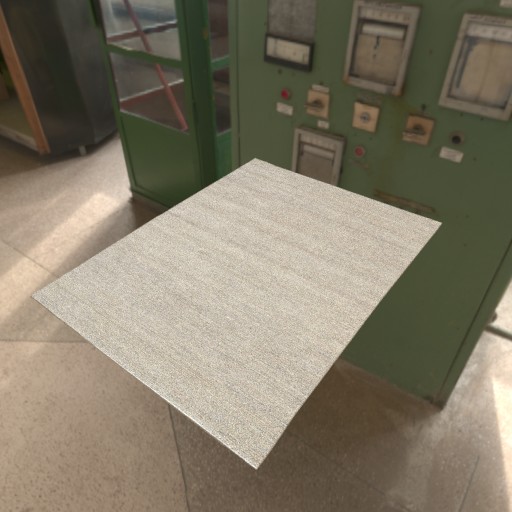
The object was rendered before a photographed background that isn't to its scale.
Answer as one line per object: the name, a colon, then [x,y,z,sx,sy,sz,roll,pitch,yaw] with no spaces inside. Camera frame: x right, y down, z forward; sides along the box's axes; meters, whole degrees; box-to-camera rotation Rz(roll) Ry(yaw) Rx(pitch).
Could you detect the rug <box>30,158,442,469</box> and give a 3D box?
rug: [0.000,0.000,4.746,2.757,0.051,3.626,26,46,28]
